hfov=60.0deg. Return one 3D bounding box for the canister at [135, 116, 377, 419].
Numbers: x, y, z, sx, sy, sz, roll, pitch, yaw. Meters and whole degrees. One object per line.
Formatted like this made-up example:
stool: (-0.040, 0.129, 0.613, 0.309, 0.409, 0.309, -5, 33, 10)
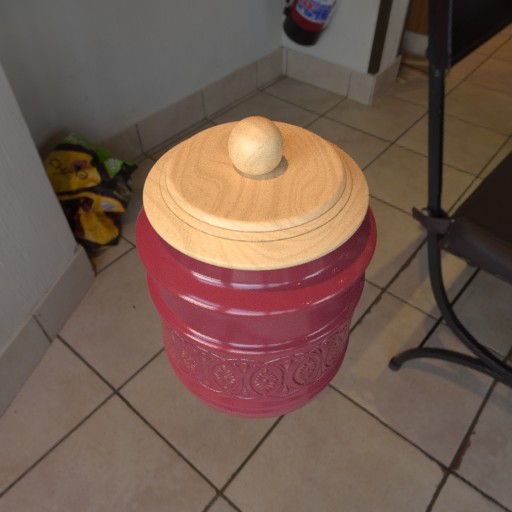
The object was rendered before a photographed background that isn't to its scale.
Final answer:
canister: (0.000, 0.000, 0.263, 0.130, 0.176, 0.130, 0, 47, 0)
